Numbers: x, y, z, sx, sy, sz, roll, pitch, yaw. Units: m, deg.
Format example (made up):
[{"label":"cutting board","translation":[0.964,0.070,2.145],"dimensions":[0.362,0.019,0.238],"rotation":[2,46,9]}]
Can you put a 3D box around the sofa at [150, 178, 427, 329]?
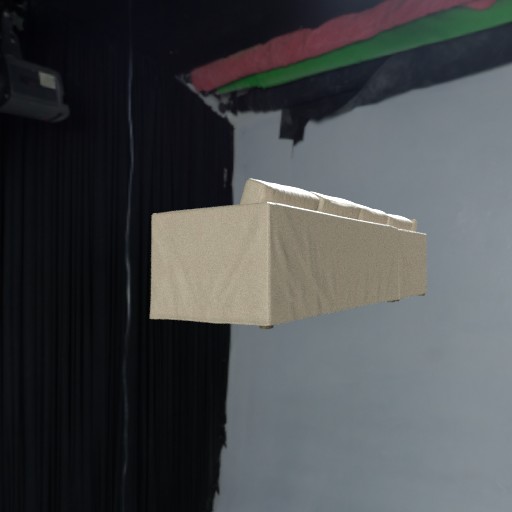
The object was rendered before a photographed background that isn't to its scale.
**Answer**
[{"label":"sofa","translation":[0.000,0.000,4.329],"dimensions":[2.432,0.871,3.182],"rotation":[-1,-1,36]}]
